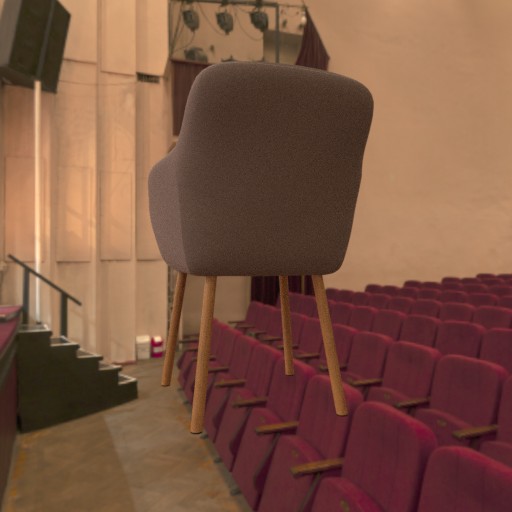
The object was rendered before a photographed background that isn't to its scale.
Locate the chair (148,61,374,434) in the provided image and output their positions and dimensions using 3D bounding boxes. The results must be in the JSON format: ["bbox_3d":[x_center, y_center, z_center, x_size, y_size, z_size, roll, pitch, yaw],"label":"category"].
[{"bbox_3d":[0.000,0.000,1.234,0.570,0.830,0.590,0,-1,-18],"label":"chair"}]
